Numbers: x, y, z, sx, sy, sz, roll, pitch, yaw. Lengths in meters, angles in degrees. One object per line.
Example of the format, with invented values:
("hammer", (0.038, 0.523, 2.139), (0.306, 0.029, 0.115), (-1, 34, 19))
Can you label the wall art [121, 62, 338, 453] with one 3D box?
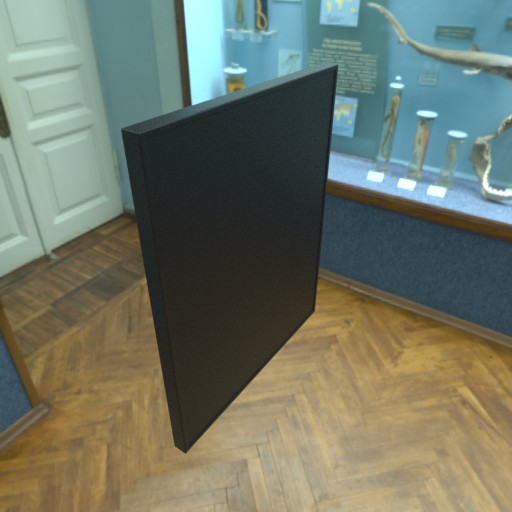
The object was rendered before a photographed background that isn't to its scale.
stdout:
("wall art", (0.000, 0.000, 0.759), (0.028, 0.551, 0.451), (21, 39, 29))
